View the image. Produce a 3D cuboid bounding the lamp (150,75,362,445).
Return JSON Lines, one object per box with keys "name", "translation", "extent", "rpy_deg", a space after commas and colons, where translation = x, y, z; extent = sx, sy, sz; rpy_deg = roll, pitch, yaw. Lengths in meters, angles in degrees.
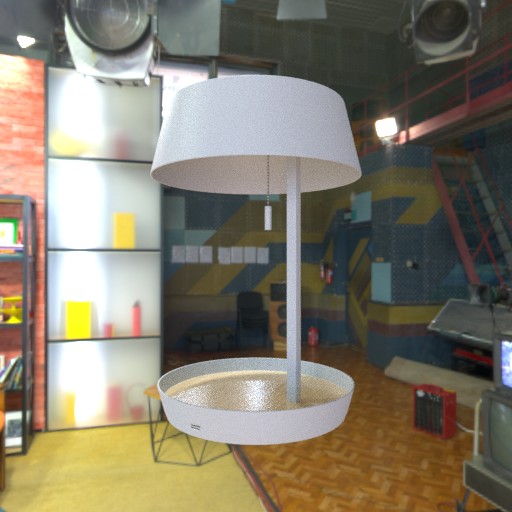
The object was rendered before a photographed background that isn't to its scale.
{"name": "lamp", "translation": [0.000, 0.000, 0.626], "extent": [0.291, 0.429, 0.291], "rpy_deg": [0, -1, 0]}
